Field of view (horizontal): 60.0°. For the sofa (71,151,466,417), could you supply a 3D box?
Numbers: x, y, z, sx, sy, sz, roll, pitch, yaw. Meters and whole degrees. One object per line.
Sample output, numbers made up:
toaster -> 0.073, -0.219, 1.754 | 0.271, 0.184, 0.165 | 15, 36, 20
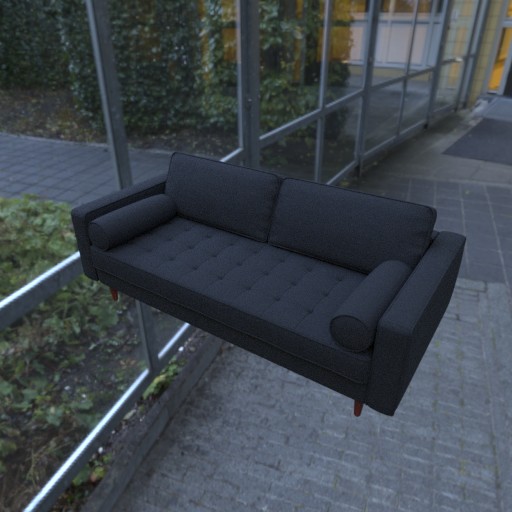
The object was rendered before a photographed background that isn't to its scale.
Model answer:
sofa -> 0.000, 0.000, 2.367 | 1.875, 0.759, 0.914 | 18, 34, 29
